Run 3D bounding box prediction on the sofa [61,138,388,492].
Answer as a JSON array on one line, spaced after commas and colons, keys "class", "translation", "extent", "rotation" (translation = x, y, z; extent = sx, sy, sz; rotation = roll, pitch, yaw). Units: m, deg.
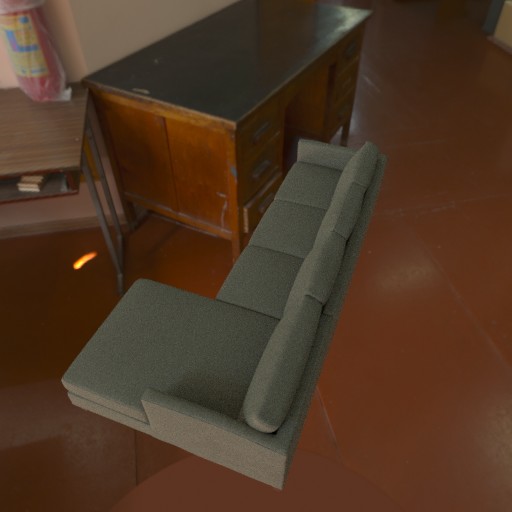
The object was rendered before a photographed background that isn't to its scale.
[{"class": "sofa", "translation": [0.000, 0.000, 3.805], "extent": [1.625, 0.861, 3.186], "rotation": [16, 47, 15]}]
